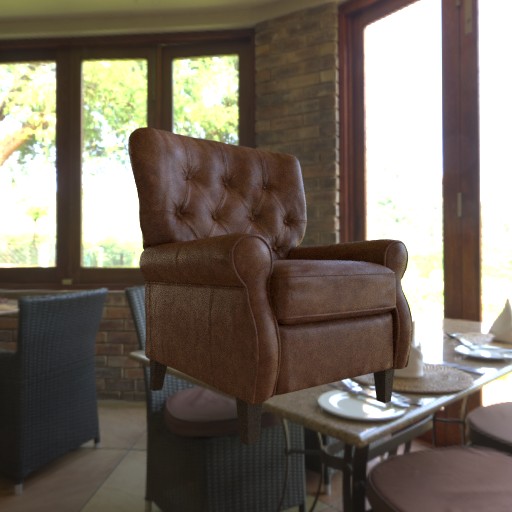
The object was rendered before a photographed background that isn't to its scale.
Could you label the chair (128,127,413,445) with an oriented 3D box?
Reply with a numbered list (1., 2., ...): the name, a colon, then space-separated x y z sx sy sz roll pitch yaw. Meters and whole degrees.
1. chair: 0.000 0.000 1.913 0.951 1.164 1.059 0 -1 -37
